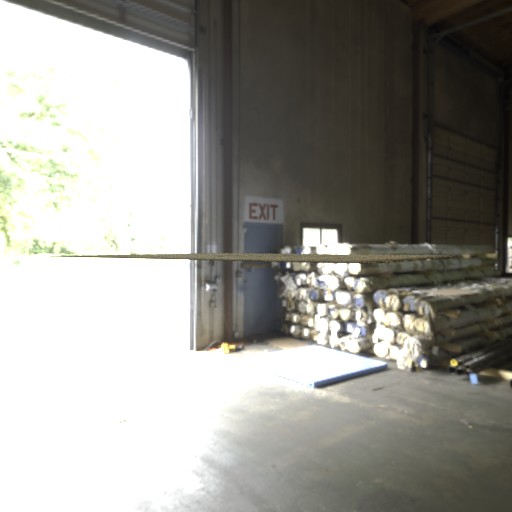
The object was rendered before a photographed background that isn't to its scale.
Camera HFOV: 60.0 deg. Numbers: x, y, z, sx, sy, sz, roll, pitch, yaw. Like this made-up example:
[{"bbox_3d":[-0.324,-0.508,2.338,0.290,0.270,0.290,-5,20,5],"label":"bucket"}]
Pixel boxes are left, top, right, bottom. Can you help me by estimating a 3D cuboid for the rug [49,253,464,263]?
[{"bbox_3d":[0.000,0.000,4.193,3.221,0.011,2.379,1,1,35],"label":"rug"}]
